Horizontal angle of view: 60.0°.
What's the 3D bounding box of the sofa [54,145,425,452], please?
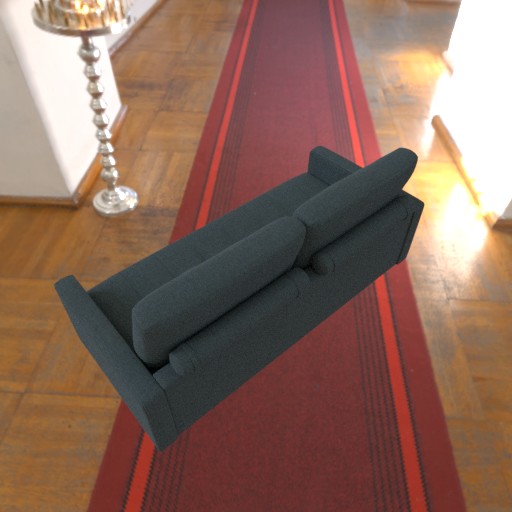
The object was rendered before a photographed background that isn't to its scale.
[{"bbox_3d":[0.000,0.000,2.595,2.010,1.050,0.966,-32,54,-27],"label":"sofa"}]
